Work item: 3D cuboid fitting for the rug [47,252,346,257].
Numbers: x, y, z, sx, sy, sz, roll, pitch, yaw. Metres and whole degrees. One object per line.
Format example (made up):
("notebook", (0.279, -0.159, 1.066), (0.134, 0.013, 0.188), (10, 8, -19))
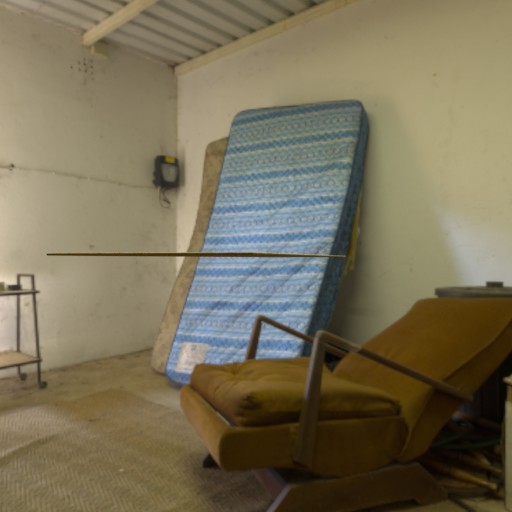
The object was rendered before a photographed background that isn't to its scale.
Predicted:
("rug", (0.000, 0.000, 2.587), (0.775, 0.010, 2.438), (0, 0, 18))
